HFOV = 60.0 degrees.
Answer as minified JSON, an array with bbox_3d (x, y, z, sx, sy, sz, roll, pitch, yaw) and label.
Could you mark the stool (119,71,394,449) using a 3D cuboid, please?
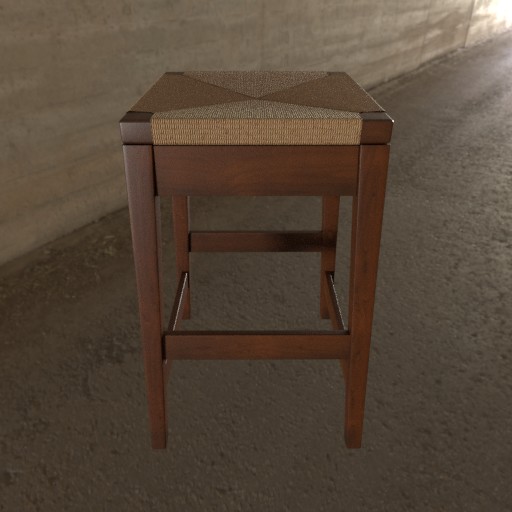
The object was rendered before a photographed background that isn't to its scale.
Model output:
[{"bbox_3d":[0.000,0.000,1.064,0.497,0.762,0.507,0,32,0],"label":"stool"}]
